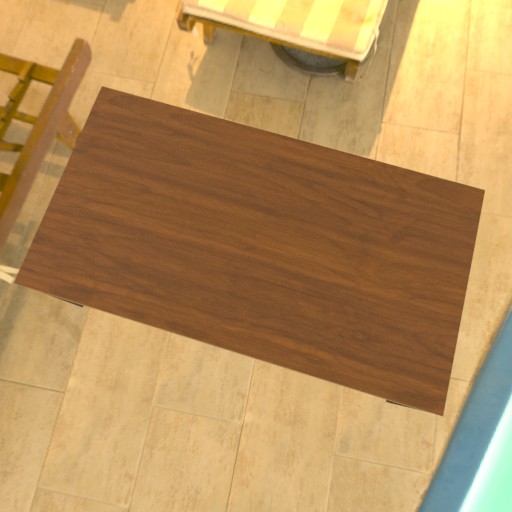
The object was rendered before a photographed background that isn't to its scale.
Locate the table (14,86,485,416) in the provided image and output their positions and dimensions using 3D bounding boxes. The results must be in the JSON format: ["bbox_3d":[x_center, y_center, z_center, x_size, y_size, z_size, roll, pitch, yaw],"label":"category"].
[{"bbox_3d":[0.000,0.000,1.308,1.057,0.414,0.574,16,76,4],"label":"table"}]
